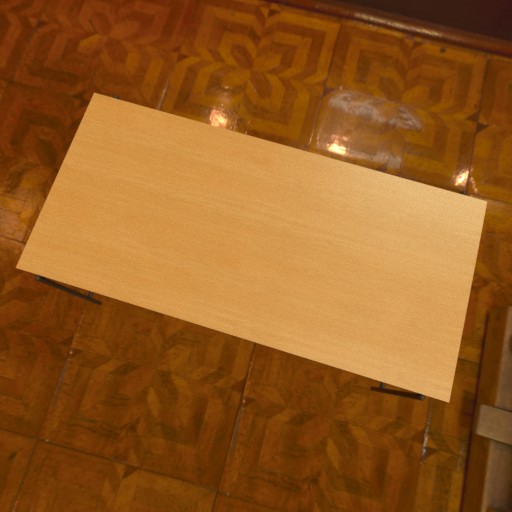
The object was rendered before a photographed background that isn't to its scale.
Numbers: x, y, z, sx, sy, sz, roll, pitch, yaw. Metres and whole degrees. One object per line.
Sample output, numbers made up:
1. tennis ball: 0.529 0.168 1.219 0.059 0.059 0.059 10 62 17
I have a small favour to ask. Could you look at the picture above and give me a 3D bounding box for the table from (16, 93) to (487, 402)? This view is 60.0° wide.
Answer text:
1. table: 0.000 0.000 2.219 1.800 0.758 0.900 17 77 4
